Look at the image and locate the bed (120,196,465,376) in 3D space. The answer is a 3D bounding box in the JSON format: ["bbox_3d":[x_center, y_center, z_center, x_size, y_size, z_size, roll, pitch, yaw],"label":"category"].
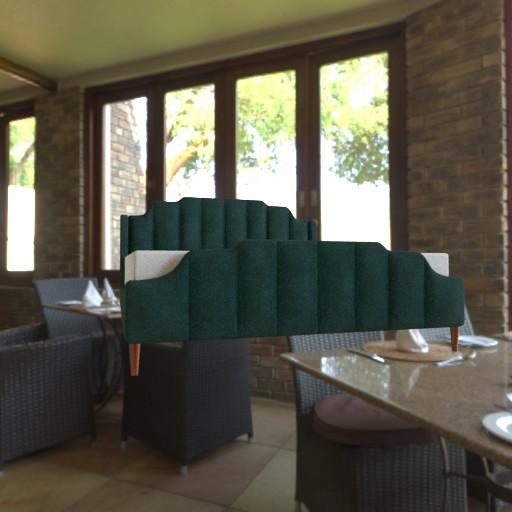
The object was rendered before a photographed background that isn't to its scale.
[{"bbox_3d":[0.000,0.000,3.580,2.074,1.245,2.340,0,-1,-18],"label":"bed"}]
